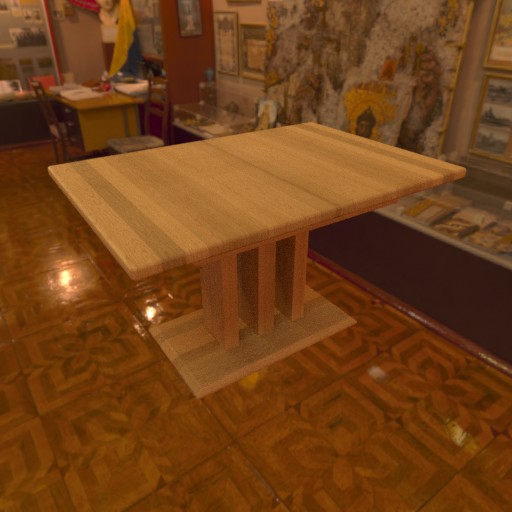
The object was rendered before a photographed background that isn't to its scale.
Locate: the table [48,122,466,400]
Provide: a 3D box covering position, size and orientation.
[{"bbox_3d":[0.000,0.000,1.854,1.300,0.770,0.900,-18,34,-29],"label":"table"}]
